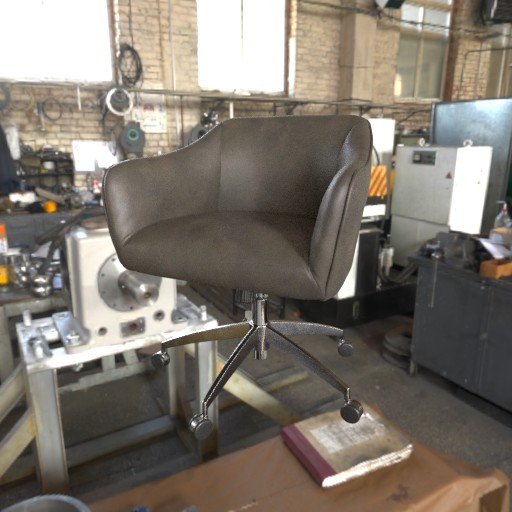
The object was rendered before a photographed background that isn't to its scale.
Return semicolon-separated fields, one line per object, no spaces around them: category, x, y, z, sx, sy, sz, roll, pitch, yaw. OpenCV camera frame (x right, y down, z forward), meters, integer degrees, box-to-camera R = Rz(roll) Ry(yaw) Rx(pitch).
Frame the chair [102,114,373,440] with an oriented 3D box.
chair;0.000;0.000;1.320;0.713;0.827;0.689;7;16;25
